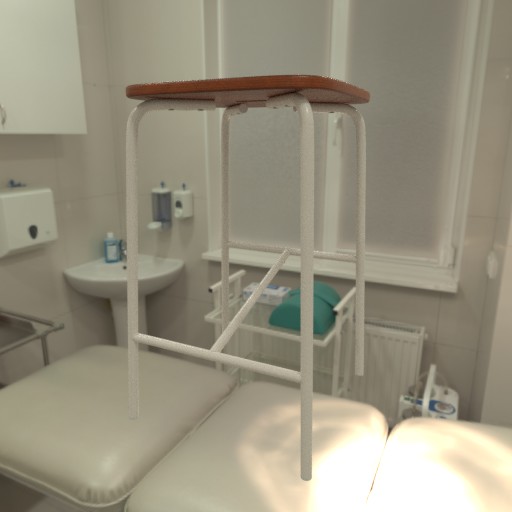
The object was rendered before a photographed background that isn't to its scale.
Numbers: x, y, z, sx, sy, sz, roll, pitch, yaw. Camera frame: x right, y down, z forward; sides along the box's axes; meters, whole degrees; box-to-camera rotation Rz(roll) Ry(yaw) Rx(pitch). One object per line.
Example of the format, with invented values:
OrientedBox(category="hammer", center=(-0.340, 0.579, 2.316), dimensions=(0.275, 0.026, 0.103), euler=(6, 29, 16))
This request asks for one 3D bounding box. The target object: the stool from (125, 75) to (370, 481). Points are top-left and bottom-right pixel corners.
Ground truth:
OrientedBox(category="stool", center=(0.000, 0.000, 0.868), dimensions=(0.376, 0.610, 0.376), euler=(7, 17, 25))
